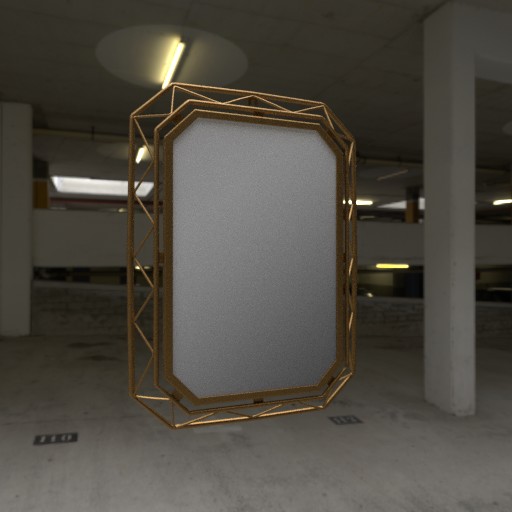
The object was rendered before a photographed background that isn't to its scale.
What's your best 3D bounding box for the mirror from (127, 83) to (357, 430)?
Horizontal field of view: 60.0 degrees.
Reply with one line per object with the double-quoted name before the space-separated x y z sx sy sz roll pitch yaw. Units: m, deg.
"mirror" 0.000 0.000 0.746 0.417 0.566 0.042 0 0 -20
